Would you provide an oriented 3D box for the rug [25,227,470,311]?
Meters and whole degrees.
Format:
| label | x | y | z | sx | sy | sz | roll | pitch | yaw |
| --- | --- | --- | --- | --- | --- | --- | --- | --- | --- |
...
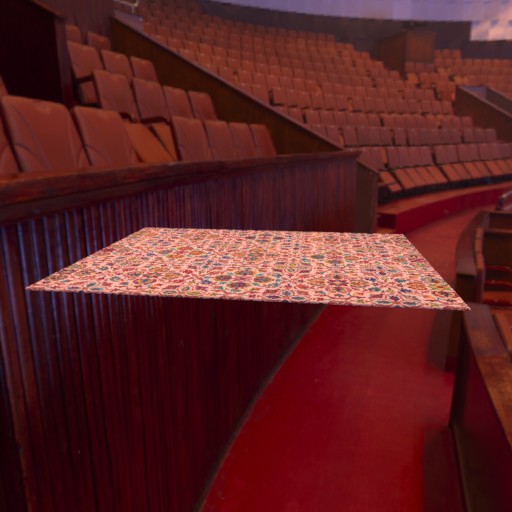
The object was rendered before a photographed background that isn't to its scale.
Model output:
| label | x | y | z | sx | sy | sz | roll | pitch | yaw |
| --- | --- | --- | --- | --- | --- | --- | --- | --- | --- |
| rug | 0.000 | 0.000 | 4.326 | 3.215 | 0.020 | 2.446 | 2 | 15 | 7 |
